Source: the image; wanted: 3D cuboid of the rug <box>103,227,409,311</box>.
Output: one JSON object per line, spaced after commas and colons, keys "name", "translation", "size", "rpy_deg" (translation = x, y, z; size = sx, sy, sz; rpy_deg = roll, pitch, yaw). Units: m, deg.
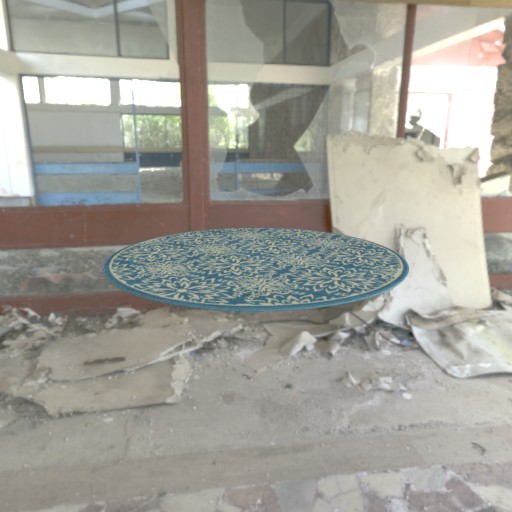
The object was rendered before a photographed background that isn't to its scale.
{"name": "rug", "translation": [0.000, 0.000, 2.427], "size": [1.593, 0.012, 1.593], "rpy_deg": [0, 15, 0]}
